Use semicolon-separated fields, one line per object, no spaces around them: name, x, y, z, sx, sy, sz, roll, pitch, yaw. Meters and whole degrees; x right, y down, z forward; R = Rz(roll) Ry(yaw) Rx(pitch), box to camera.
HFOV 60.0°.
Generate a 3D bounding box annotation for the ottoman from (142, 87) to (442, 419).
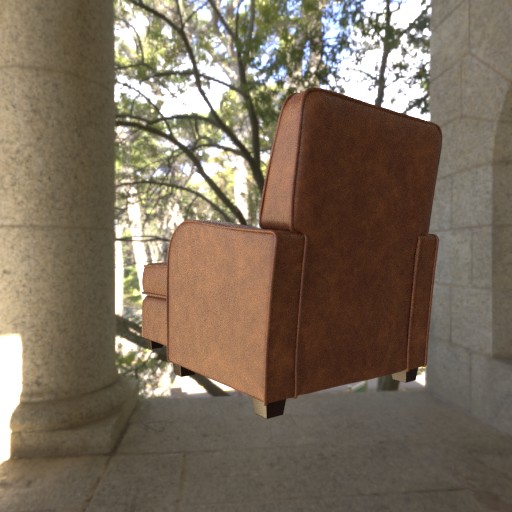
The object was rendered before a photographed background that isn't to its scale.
ottoman;0.000;0.000;1.837;0.732;0.904;1.314;0;-1;-35
